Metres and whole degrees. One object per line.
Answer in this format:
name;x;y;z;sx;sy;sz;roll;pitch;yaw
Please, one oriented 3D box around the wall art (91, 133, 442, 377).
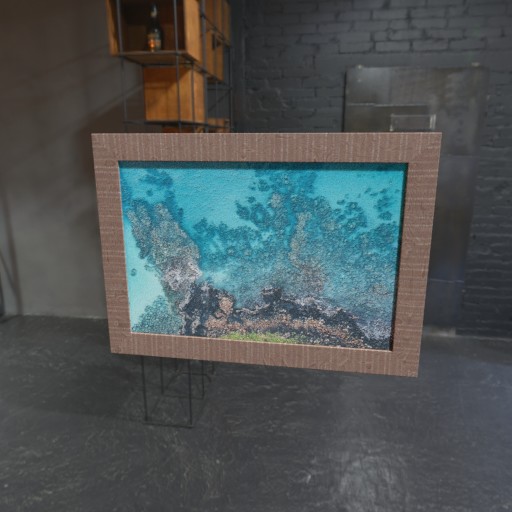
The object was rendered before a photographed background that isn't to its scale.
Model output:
wall art;0.000;0.000;1.425;1.056;0.761;0.020;2;15;9
